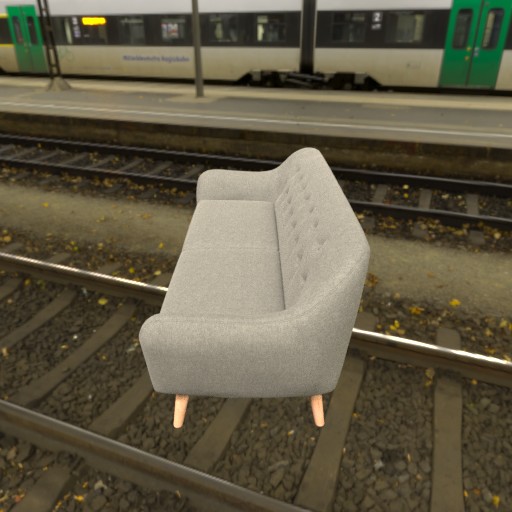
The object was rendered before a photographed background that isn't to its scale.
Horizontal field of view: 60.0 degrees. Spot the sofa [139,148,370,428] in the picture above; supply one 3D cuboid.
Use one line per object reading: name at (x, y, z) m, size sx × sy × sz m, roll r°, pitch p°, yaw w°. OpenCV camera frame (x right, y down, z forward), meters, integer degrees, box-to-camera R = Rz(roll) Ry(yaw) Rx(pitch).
sofa at (0.000, 0.000, 2.334) m, size 0.820 × 0.820 × 1.840 m, roll 0°, pitch 27°, yaw 0°
